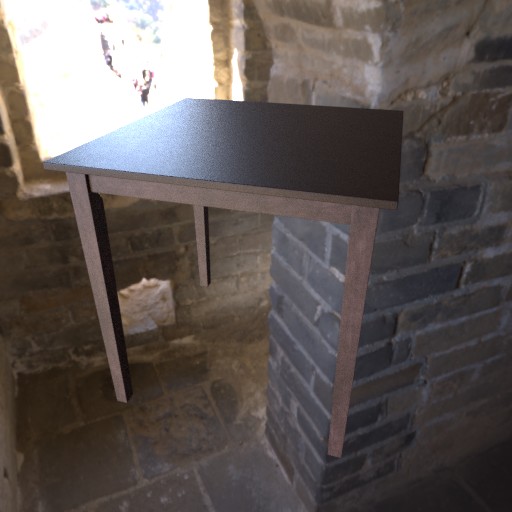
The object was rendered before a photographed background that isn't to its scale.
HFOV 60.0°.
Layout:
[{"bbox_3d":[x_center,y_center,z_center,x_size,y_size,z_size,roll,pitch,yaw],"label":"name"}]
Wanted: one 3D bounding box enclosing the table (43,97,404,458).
[{"bbox_3d":[0.000,0.000,1.378,0.749,0.770,0.749,9,31,14],"label":"table"}]
